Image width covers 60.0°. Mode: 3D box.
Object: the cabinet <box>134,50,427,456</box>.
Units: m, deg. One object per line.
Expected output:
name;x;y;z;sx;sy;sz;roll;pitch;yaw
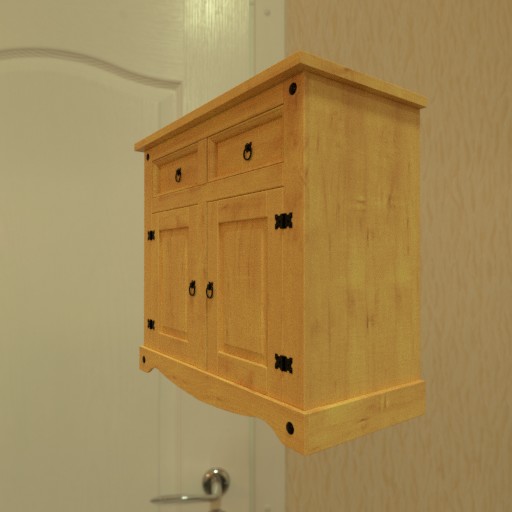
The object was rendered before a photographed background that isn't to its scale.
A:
cabinet;0.000;0.000;1.410;0.450;0.840;0.920;0;-1;-36
